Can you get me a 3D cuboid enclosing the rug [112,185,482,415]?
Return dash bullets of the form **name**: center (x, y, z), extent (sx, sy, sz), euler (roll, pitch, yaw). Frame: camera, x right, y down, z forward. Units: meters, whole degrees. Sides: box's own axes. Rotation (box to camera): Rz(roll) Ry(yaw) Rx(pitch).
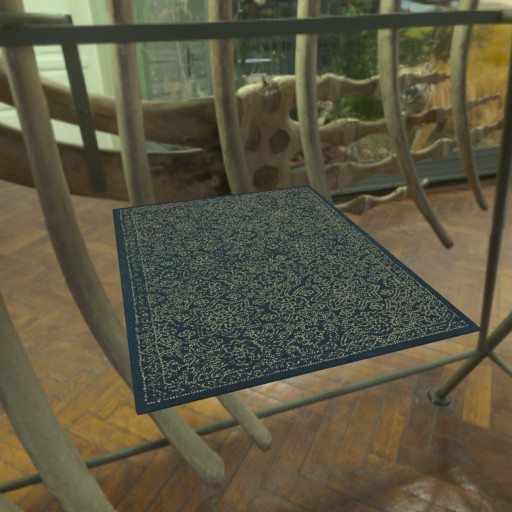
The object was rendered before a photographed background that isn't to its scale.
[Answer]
- **rug**: center (0.000, 0.000, 4.115), extent (2.438, 0.010, 3.048), euler (-9, 31, -16)
